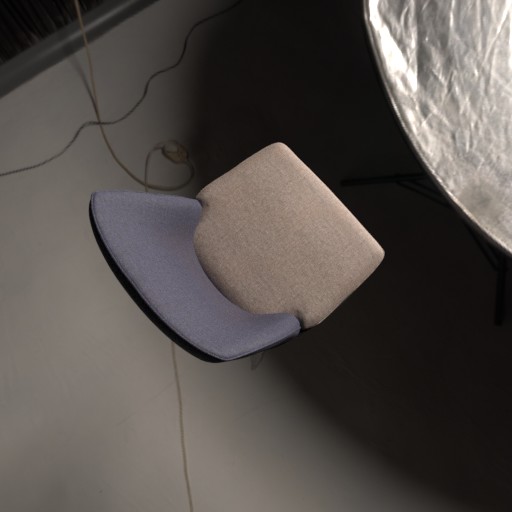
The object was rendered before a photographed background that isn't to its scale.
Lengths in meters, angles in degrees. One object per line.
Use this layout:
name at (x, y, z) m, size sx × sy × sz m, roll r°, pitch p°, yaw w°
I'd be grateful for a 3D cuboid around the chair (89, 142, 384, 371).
chair at (0.000, 0.000, 1.174) m, size 0.551 × 0.839 × 0.480 m, roll -39°, pitch 78°, yaw -9°
